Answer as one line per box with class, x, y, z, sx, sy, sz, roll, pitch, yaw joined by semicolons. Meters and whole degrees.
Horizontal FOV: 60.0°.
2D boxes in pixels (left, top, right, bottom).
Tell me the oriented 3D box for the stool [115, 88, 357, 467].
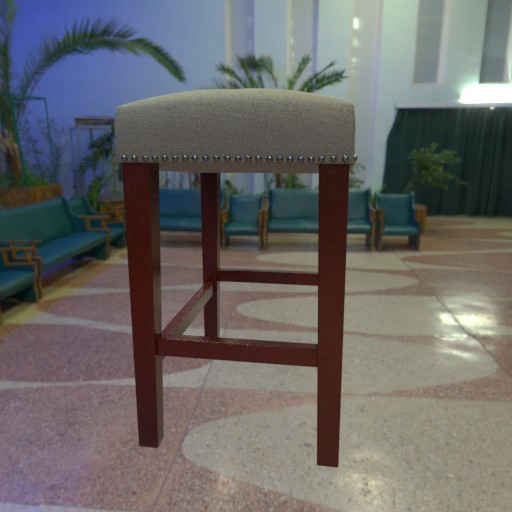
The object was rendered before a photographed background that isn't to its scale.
stool;0.000;0.000;0.957;0.375;0.632;0.509;2;14;9
